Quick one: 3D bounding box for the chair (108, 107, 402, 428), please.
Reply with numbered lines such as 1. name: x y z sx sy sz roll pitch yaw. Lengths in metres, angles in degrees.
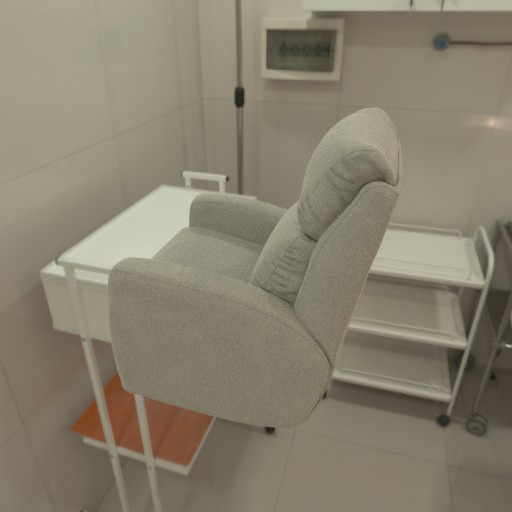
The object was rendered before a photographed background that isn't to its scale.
1. chair: 0.000 0.000 1.666 0.940 1.021 0.794 8 30 14
